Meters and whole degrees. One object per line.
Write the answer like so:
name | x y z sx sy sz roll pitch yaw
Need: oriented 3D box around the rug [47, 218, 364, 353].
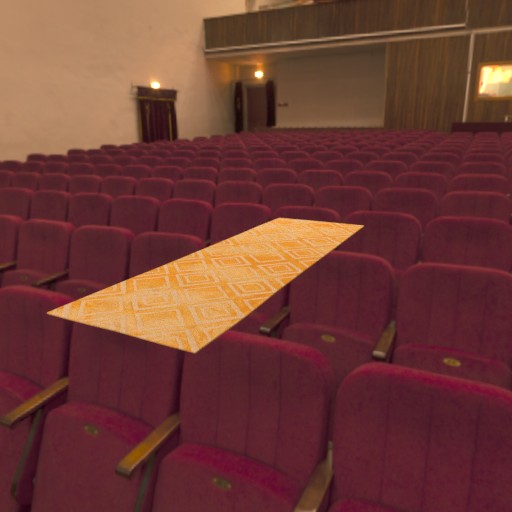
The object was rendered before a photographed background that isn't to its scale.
rug | 0.000 0.000 2.758 0.775 0.010 2.438 8 17 26
